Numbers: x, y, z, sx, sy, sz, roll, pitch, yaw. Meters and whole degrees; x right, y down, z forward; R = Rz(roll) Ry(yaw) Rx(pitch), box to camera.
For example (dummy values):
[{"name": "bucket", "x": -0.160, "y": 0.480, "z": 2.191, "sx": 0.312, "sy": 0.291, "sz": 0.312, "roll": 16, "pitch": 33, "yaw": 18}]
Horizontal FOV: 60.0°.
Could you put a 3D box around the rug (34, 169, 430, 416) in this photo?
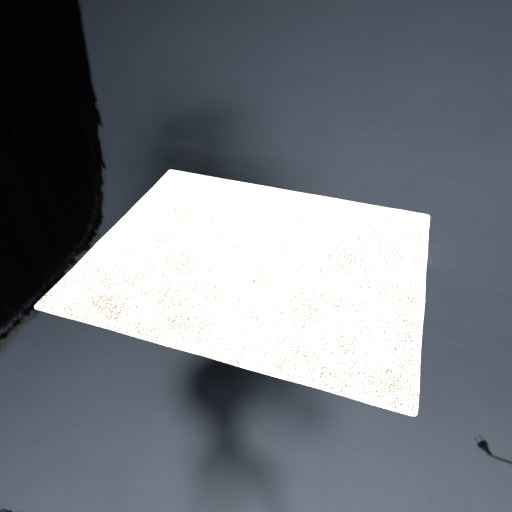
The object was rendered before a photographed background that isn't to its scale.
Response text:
[{"name": "rug", "x": 0.000, "y": 0.000, "z": 4.149, "sx": 3.047, "sy": 0.029, "sz": 2.438, "roll": 12, "pitch": 41, "yaw": 14}]
